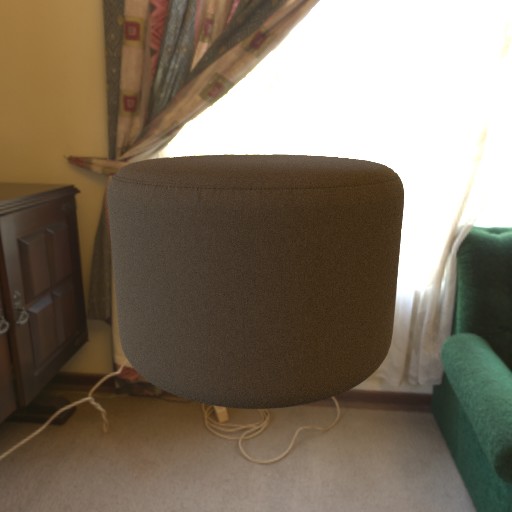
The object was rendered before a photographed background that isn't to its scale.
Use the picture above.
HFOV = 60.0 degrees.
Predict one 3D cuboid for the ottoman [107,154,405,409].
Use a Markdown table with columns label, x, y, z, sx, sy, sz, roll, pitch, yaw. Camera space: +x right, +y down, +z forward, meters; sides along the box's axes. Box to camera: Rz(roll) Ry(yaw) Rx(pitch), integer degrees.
| label | x | y | z | sx | sy | sz | roll | pitch | yaw |
| --- | --- | --- | --- | --- | --- | --- | --- | --- | --- |
| ottoman | 0.000 | 0.000 | 0.989 | 0.608 | 0.433 | 0.608 | 0 | 15 | 0 |
